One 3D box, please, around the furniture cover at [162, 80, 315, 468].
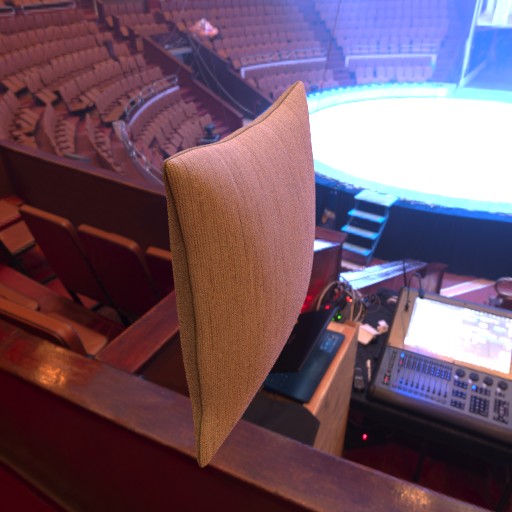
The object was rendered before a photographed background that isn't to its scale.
[{"bbox_3d":[0.000,0.000,0.780,0.178,0.506,0.512,11,33,18],"label":"furniture cover"}]
